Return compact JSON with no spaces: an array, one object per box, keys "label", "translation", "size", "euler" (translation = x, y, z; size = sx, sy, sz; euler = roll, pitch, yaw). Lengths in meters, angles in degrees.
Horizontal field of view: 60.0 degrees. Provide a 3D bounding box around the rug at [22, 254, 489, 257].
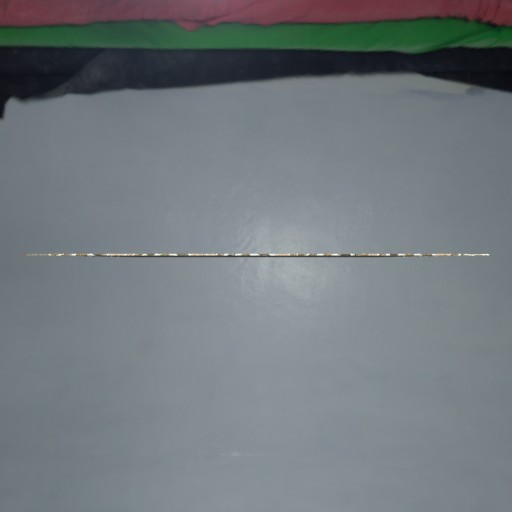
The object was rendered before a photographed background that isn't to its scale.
[{"label":"rug","translation":[0.000,0.000,2.312],"size":[1.829,0.008,1.219],"euler":[0,-1,0]}]
